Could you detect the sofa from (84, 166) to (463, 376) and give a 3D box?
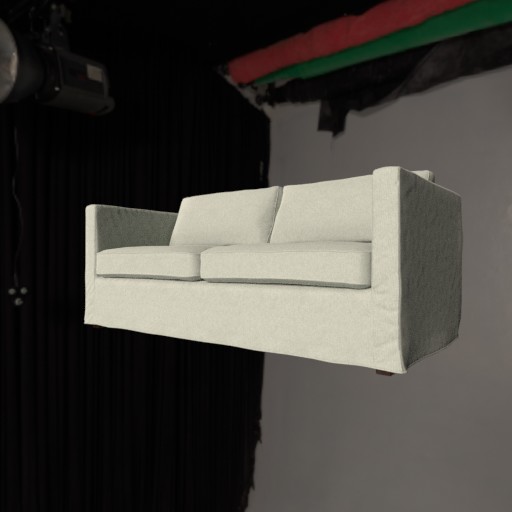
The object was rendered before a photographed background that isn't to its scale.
[{"bbox_3d":[0.000,0.000,2.486,1.987,0.870,0.940,0,0,37],"label":"sofa"}]
